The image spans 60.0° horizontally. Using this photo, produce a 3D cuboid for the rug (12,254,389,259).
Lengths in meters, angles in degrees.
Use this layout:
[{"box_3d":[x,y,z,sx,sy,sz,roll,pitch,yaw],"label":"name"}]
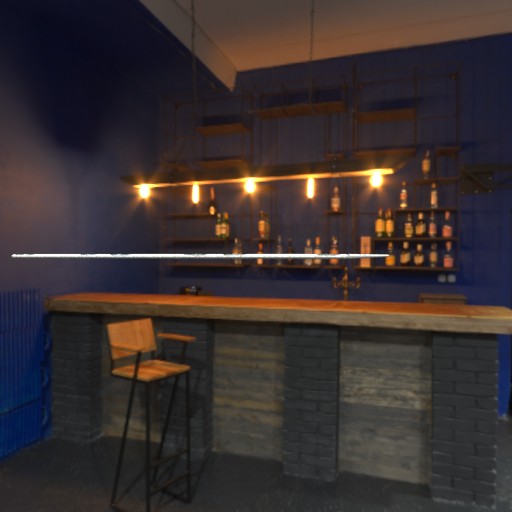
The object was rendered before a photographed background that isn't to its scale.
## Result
[{"box_3d":[0.000,0.000,2.872,1.521,0.017,2.365,0,0,20],"label":"rug"}]
